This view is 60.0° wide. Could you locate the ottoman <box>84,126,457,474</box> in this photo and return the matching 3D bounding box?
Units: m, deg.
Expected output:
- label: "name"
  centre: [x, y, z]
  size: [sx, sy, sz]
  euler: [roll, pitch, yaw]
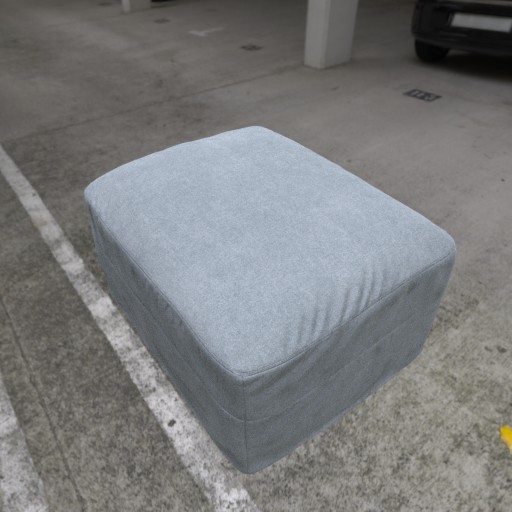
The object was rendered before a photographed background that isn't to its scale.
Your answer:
- label: "ottoman"
  centre: [0.000, 0.000, 1.245]
  size: [0.683, 0.481, 0.837]
  euler: [-26, 47, -27]
